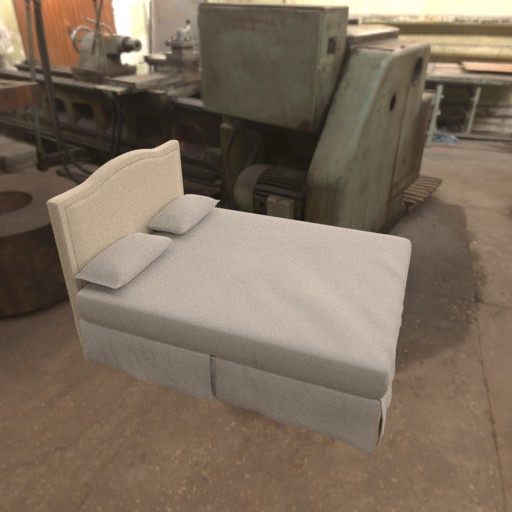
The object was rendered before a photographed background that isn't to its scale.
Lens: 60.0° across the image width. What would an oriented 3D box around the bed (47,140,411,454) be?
[{"bbox_3d":[0.000,0.000,3.669,2.477,1.437,1.977,11,31,18],"label":"bed"}]
